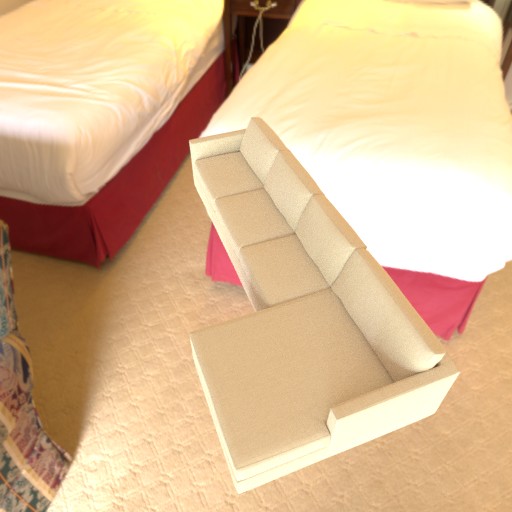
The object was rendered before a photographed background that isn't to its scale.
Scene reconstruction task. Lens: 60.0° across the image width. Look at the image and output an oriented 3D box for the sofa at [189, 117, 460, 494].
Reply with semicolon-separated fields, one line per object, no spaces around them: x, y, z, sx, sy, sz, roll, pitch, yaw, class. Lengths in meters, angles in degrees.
0.000;0.000;4.024;1.599;0.954;3.471;-15;47;-15;sofa
